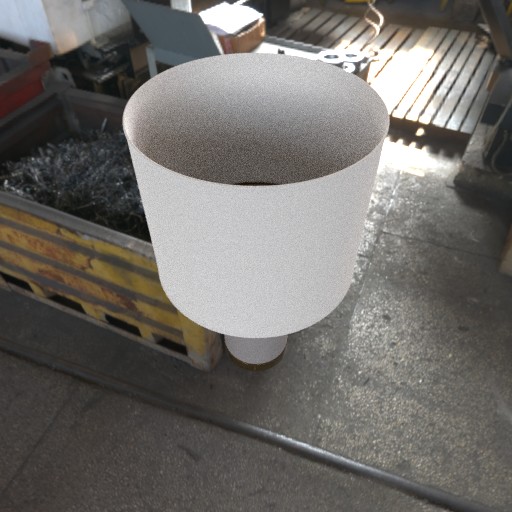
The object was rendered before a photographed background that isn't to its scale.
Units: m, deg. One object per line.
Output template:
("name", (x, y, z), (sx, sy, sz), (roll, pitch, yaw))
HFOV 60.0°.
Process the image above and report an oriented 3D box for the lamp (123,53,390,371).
("lamp", (0.000, 0.000, 0.525), (0.229, 0.380, 0.229), (0, 47, 0))
